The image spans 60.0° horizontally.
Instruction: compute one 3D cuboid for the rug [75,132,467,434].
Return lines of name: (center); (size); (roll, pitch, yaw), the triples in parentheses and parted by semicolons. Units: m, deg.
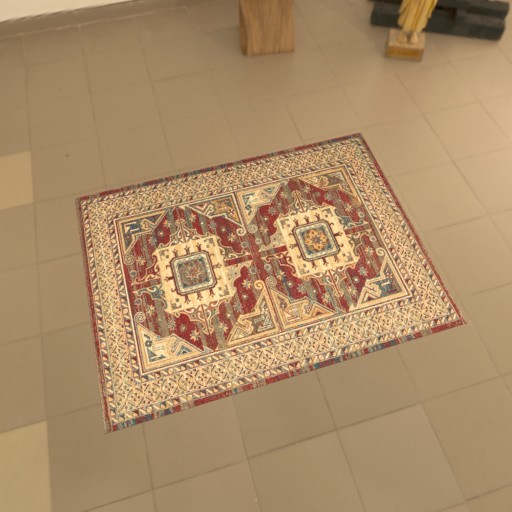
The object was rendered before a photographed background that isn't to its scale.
rug: (0.000, 0.000, 4.259); (3.197, 0.013, 2.381); (-15, 62, -8)
